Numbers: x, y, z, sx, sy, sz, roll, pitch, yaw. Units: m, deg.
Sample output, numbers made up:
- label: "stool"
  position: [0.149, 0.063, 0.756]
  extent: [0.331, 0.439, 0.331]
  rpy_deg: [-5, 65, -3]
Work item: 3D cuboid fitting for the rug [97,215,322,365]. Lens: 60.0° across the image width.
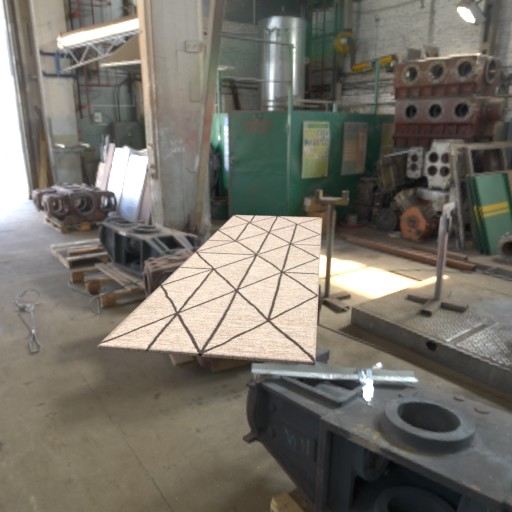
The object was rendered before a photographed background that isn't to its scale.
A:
- label: "rug"
  position: [0.000, 0.000, 2.659]
  extent: [0.762, 0.012, 2.438]
  rpy_deg: [2, 16, 8]
